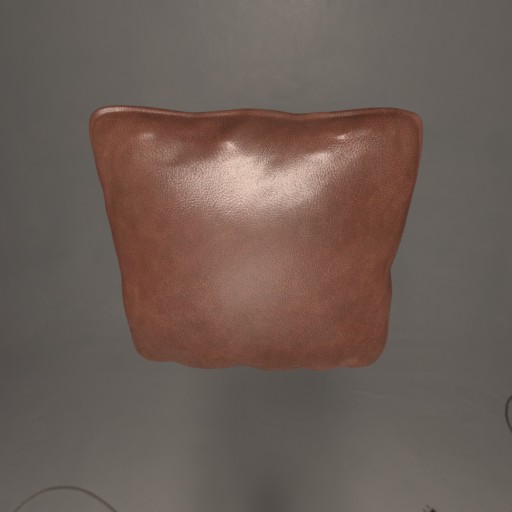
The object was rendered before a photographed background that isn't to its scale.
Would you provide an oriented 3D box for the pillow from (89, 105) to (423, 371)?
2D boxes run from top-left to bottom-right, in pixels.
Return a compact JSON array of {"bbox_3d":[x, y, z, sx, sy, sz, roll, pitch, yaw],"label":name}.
[{"bbox_3d":[0.000,0.000,0.804,0.532,0.523,0.236,1,31,2],"label":"pillow"}]
